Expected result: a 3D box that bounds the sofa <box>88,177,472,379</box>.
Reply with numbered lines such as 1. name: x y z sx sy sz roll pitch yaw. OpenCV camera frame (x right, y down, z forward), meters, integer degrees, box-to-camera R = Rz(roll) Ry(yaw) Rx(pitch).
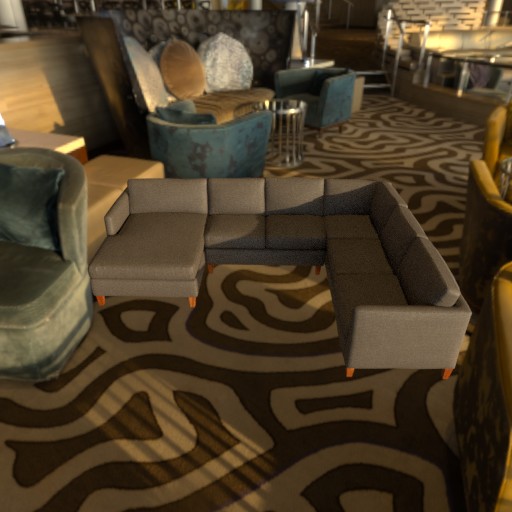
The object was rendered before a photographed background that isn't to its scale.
1. sofa: 0.000 0.000 4.689 3.460 0.961 2.594 1 30 1
